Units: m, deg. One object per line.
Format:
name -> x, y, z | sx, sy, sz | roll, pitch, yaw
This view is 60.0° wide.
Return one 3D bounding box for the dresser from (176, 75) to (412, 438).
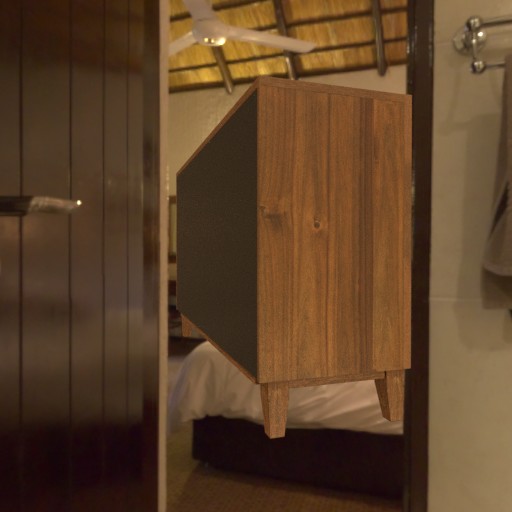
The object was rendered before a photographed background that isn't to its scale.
dresser -> 0.000, 0.000, 1.787 | 0.446, 0.873, 1.400 | 0, 1, -18
